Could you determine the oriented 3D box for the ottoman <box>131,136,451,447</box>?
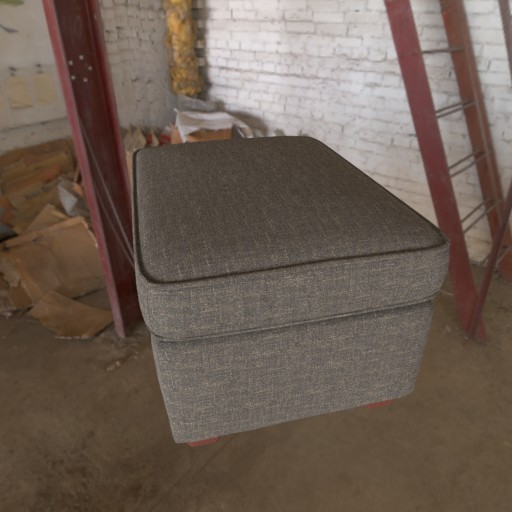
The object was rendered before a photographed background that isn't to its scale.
[{"bbox_3d":[0.000,0.000,1.088,0.549,0.450,0.749,-7,31,-12],"label":"ottoman"}]
